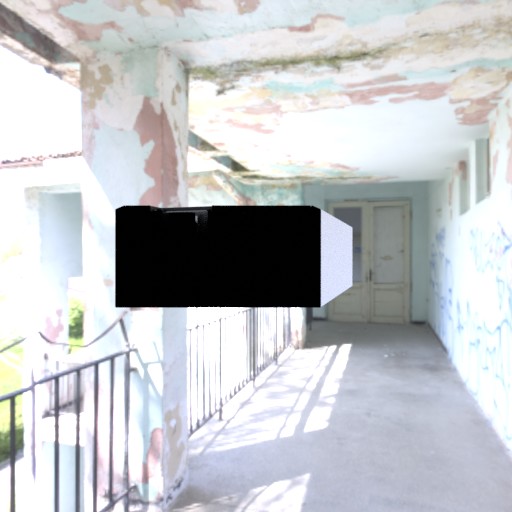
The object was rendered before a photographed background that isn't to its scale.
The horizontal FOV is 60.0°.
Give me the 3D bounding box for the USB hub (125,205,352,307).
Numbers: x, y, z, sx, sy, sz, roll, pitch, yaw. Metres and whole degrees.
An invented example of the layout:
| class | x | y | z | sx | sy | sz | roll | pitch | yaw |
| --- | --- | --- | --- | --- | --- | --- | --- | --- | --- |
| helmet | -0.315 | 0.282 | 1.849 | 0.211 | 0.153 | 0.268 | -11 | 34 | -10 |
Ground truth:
| class | x | y | z | sx | sy | sz | roll | pitch | yaw |
| --- | --- | --- | --- | --- | --- | --- | --- | --- | --- |
| USB hub | 0.000 | 0.000 | 0.126 | 0.044 | 0.023 | 0.110 | 0 | 0 | 18 |
